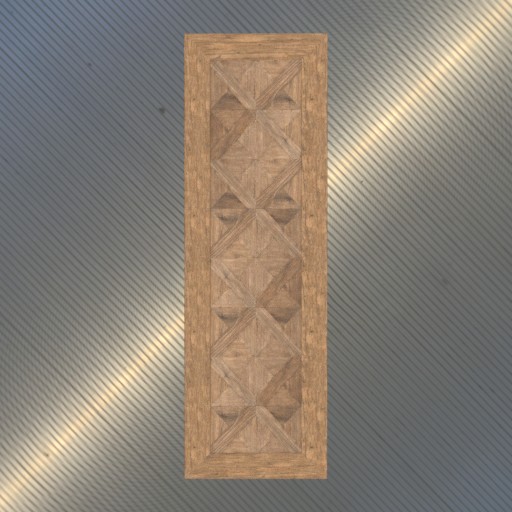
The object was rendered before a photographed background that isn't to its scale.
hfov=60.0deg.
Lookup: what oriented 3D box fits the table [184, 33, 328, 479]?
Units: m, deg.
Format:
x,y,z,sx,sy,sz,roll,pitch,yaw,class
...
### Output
x,y,z,sx,sy,sz,roll,pitch,yaw,class
0.000,0.000,1.857,0.450,0.930,1.400,0,90,0,table
